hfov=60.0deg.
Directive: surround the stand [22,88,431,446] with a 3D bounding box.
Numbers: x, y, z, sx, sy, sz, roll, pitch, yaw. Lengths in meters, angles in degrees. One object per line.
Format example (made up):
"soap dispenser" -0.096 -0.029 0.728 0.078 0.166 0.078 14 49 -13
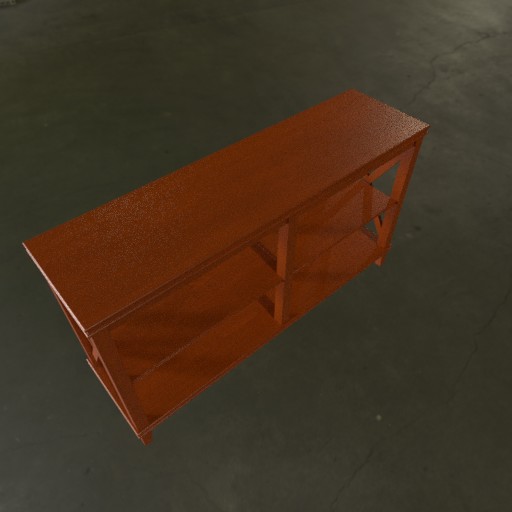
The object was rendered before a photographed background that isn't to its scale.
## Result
"stand" 0.000 0.000 1.704 1.372 0.762 0.381 -32 55 -26
